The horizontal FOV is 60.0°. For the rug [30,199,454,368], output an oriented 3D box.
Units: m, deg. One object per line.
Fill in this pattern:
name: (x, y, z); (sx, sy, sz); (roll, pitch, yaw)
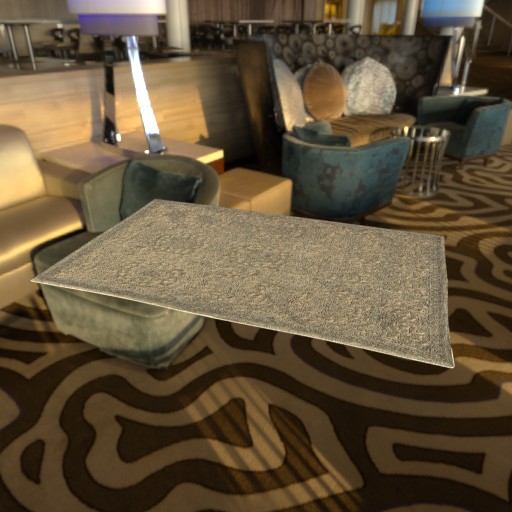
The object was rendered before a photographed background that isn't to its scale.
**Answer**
rug: (0.000, 0.000, 3.079); (2.498, 0.022, 1.535); (9, 29, 17)
